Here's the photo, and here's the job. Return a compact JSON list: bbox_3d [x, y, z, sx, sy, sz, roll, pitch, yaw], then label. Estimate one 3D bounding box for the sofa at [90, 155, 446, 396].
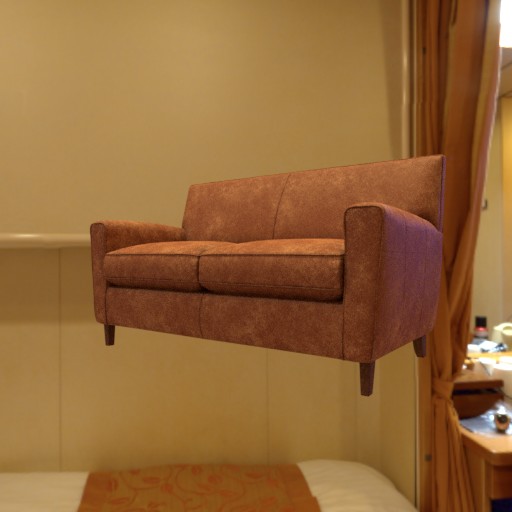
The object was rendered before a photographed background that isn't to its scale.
[{"bbox_3d":[0.000,0.000,2.034,1.473,0.871,0.787,0,0,35],"label":"sofa"}]
